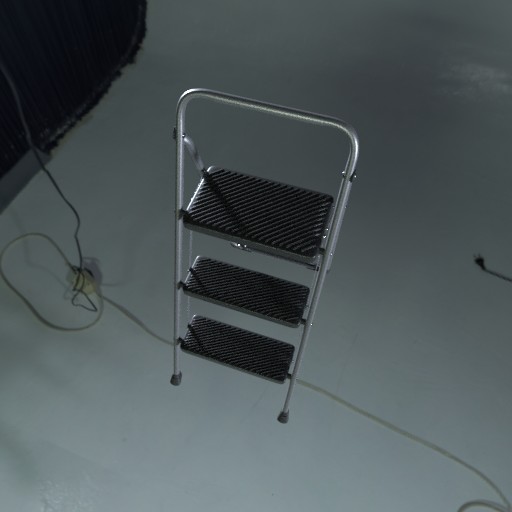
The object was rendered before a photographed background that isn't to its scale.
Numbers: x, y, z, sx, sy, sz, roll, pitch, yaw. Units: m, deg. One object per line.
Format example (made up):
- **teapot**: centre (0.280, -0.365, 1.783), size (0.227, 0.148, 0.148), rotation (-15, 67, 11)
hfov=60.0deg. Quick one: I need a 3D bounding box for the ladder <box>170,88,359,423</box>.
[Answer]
- **ladder**: centre (0.000, 0.000, 1.271), size (0.430, 0.945, 0.629), rotation (16, 59, 10)
